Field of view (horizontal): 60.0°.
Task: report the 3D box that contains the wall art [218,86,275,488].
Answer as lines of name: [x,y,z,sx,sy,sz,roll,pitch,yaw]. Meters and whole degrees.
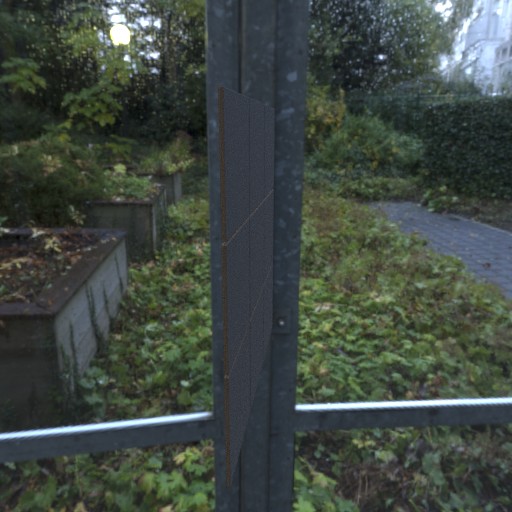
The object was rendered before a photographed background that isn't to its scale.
wall art: [0.000,0.000,1.844,0.013,1.216,1.216,2,16,8]
